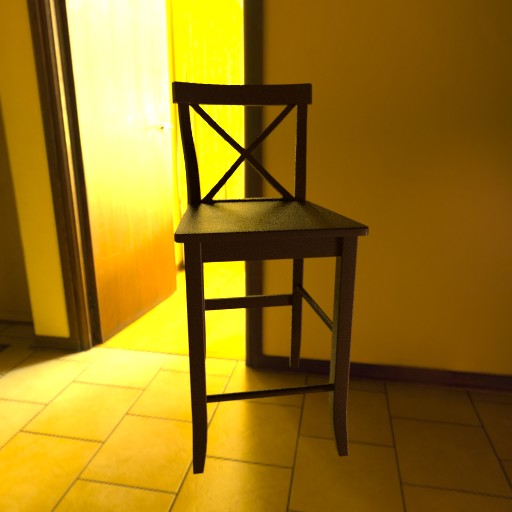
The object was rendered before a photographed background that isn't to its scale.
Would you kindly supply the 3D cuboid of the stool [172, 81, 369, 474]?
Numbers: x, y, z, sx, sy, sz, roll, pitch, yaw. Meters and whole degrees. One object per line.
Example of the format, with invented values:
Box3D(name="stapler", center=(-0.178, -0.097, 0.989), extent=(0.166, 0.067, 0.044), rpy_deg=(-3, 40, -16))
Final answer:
Box3D(name="stool", center=(0.000, 0.000, 1.296), extent=(0.452, 0.989, 0.559), rpy_deg=(-3, 17, -9))
